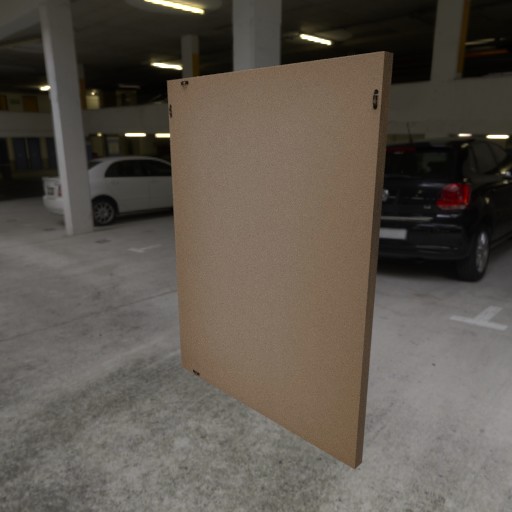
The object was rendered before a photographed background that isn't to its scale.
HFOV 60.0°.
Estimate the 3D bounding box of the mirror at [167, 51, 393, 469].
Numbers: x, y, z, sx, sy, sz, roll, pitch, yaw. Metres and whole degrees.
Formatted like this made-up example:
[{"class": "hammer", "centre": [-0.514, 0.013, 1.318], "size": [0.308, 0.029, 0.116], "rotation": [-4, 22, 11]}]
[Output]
[{"class": "mirror", "centre": [0.000, 0.000, 1.302], "size": [0.762, 1.016, 0.041], "rotation": [15, 21, 42]}]
